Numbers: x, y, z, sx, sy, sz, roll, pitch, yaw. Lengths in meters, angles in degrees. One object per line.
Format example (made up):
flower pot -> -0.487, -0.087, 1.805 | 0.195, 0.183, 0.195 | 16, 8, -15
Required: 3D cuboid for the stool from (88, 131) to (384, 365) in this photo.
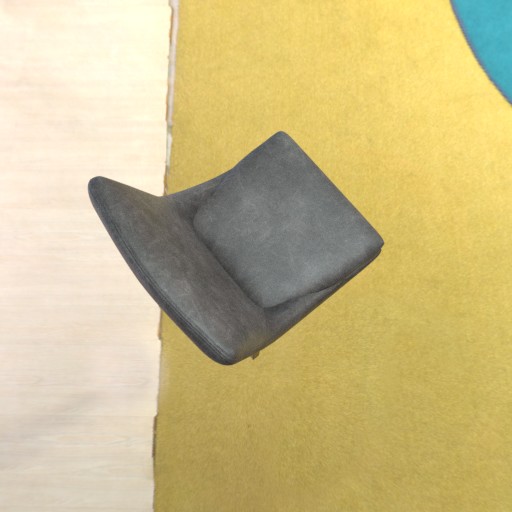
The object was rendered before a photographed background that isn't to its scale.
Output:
stool -> 0.000, 0.000, 1.397 | 0.587, 1.046, 0.492 | -38, 78, -9
